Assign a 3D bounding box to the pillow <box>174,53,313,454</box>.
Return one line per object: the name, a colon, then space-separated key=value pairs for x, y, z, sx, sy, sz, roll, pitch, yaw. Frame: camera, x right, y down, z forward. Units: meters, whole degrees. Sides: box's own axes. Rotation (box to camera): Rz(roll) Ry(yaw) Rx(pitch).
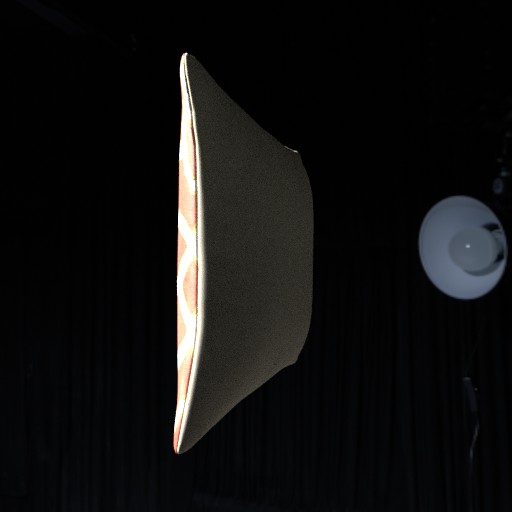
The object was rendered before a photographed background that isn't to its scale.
pillow: x=0.000 y=0.000 z=0.815 sx=0.166 sy=0.508 sz=0.552 roll=0 pitch=-1 yaw=20
